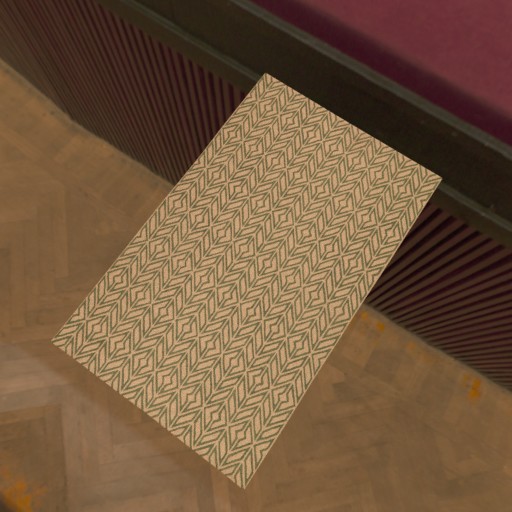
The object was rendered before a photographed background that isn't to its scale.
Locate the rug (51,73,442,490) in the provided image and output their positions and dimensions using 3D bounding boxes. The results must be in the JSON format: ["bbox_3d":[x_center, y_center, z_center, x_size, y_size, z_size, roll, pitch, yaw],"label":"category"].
[{"bbox_3d":[0.000,0.000,2.986,1.517,0.011,2.435,34,78,8],"label":"rug"}]
